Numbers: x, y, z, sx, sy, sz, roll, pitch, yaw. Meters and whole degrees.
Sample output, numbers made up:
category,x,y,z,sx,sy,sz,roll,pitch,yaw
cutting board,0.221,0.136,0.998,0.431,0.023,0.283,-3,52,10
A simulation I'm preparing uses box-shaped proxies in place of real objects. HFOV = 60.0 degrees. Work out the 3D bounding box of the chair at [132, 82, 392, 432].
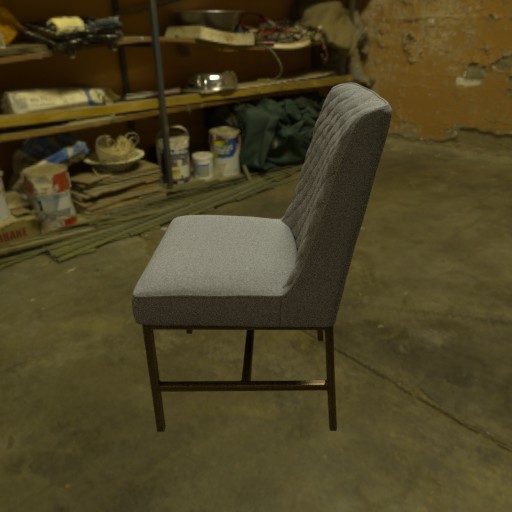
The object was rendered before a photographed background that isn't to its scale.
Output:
category,x,y,z,sx,sy,sz,roll,pitch,yaw
chair,0.000,0.000,1.262,0.587,0.889,0.508,1,27,2
